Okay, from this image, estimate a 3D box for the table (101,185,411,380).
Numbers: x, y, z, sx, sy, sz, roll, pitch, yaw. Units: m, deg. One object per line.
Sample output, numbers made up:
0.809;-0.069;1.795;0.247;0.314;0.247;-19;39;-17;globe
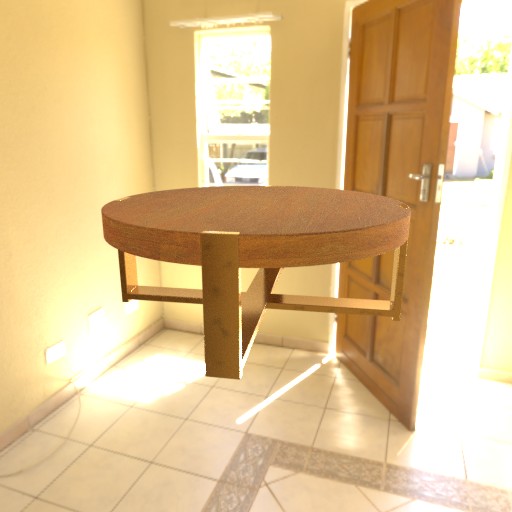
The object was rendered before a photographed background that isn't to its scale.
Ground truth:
0.000;0.000;1.723;1.100;0.420;1.100;0;15;0;table
